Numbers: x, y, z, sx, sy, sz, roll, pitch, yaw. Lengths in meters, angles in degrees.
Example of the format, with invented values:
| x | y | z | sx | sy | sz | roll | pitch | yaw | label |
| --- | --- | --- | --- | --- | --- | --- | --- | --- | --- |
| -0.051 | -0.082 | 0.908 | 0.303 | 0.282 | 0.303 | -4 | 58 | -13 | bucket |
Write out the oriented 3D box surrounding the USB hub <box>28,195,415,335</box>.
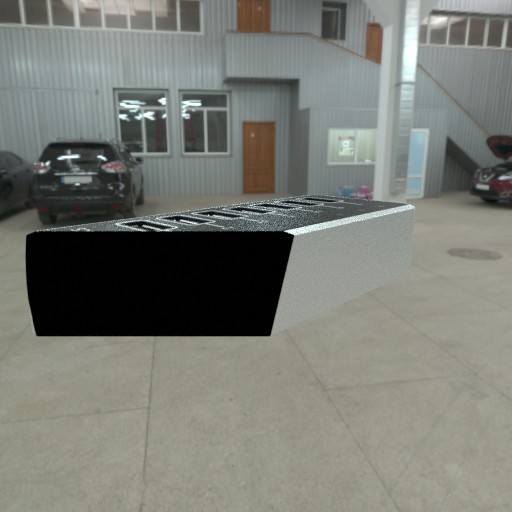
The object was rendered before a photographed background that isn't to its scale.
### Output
| x | y | z | sx | sy | sz | roll | pitch | yaw | label |
| --- | --- | --- | --- | --- | --- | --- | --- | --- | --- |
| 0.000 | 0.000 | 0.125 | 0.044 | 0.023 | 0.110 | 13 | 19 | 42 | USB hub |
